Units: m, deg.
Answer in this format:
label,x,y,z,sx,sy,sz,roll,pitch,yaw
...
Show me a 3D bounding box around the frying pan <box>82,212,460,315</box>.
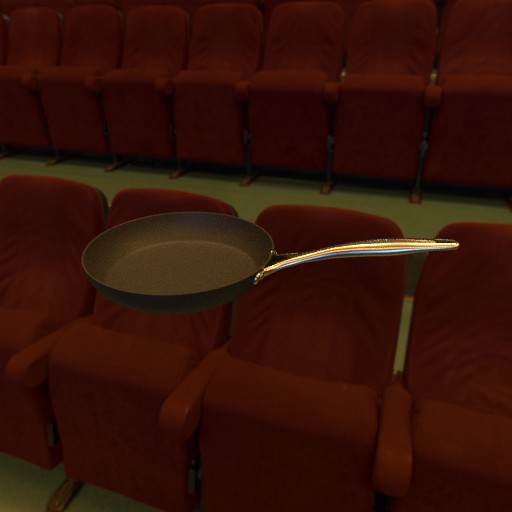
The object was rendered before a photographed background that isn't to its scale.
label,x,y,z,sx,sy,sz,roll,pitch,yaw
frying pan,0.000,0.000,0.574,0.472,0.105,0.255,9,28,16
